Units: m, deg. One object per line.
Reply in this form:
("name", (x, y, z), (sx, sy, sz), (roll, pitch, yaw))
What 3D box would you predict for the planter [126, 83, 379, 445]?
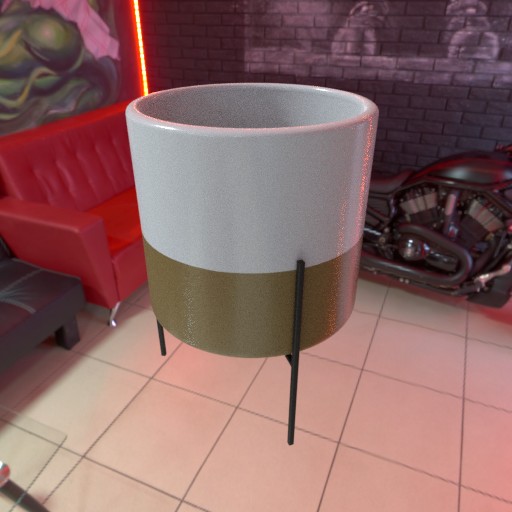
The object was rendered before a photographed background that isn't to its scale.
("planter", (0.000, 0.000, 0.643), (0.310, 0.432, 0.310), (-18, 34, -29))
